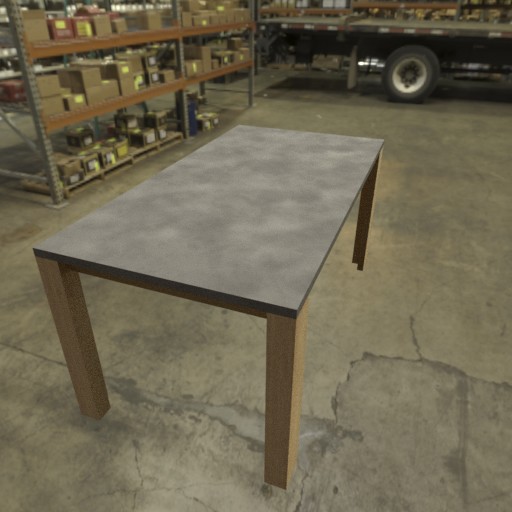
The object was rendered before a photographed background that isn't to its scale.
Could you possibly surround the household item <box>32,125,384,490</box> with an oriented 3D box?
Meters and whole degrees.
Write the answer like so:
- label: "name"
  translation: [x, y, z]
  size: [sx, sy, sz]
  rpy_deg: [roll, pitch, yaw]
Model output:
- label: "household item"
  translation: [0.000, 0.000, 2.063]
  size: [0.850, 0.755, 1.600]
  rpy_deg: [11, 32, 18]
